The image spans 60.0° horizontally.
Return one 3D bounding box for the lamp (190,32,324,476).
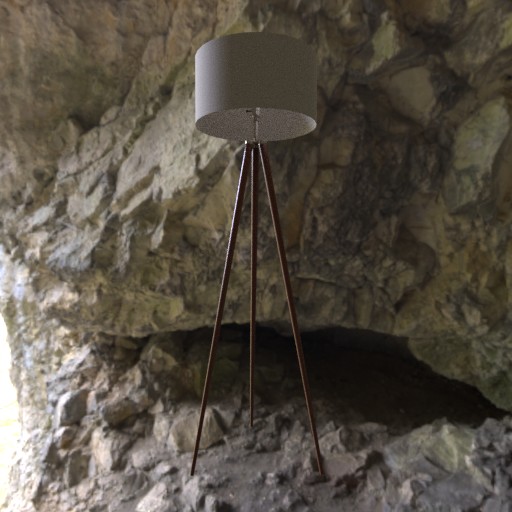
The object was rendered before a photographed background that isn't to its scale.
[{"bbox_3d":[0.000,0.000,1.781,0.483,1.553,0.483,0,1,-1],"label":"lamp"}]
